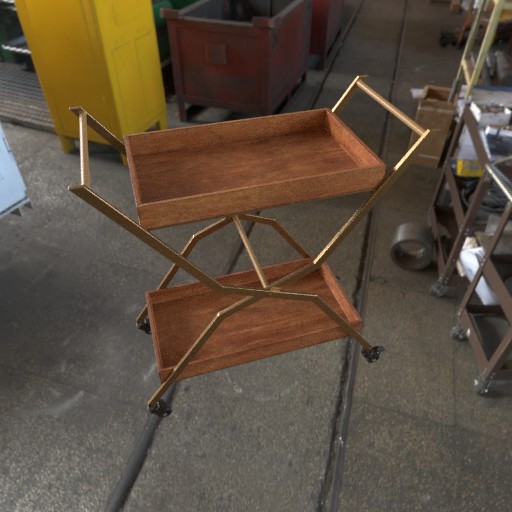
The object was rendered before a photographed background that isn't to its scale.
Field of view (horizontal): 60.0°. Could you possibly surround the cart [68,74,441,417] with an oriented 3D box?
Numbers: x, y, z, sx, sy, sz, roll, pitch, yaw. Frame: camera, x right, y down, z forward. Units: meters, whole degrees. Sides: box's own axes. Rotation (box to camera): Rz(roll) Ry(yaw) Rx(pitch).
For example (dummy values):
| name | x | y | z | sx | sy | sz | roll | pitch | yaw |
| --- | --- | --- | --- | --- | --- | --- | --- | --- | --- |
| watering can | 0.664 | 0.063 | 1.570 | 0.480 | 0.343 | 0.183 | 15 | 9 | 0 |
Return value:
| name | x | y | z | sx | sy | sz | roll | pitch | yaw |
| --- | --- | --- | --- | --- | --- | --- | --- | --- | --- |
| cart | 0.000 | 0.000 | 1.327 | 0.836 | 0.869 | 0.405 | -12 | 43 | -13 |
